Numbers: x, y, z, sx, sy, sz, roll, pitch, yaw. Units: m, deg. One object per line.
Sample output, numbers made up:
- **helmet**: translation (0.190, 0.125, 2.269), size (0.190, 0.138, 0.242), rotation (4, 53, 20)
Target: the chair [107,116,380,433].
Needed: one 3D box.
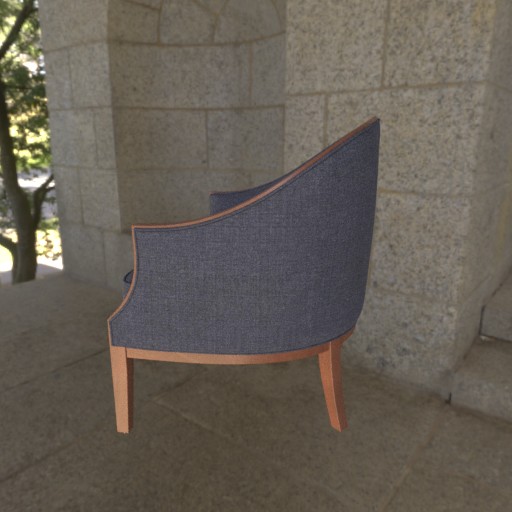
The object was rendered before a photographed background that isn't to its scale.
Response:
- **chair**: translation (0.000, 0.000, 1.465), size (0.735, 0.876, 0.803), rotation (2, 15, 9)
